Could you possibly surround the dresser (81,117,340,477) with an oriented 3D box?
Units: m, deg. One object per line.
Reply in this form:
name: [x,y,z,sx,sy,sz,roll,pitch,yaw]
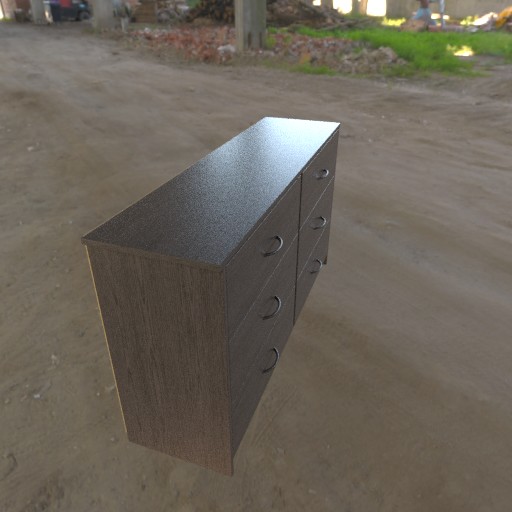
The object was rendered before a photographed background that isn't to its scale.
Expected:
dresser: [0.000,0.000,1.741,0.401,0.755,1.360,10,31,17]
